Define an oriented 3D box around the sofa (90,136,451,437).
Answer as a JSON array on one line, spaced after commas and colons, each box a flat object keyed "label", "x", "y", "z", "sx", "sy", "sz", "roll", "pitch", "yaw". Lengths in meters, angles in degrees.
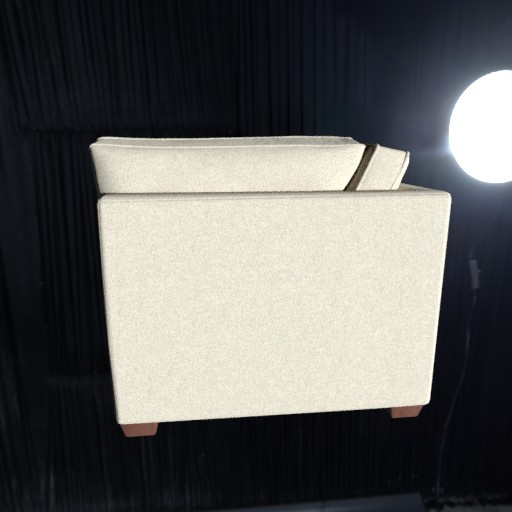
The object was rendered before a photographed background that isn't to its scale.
[{"label": "sofa", "x": 0.000, "y": 0.000, "z": 1.937, "sx": 1.146, "sy": 1.002, "sz": 1.084, "roll": -2, "pitch": 14, "yaw": -6}]
